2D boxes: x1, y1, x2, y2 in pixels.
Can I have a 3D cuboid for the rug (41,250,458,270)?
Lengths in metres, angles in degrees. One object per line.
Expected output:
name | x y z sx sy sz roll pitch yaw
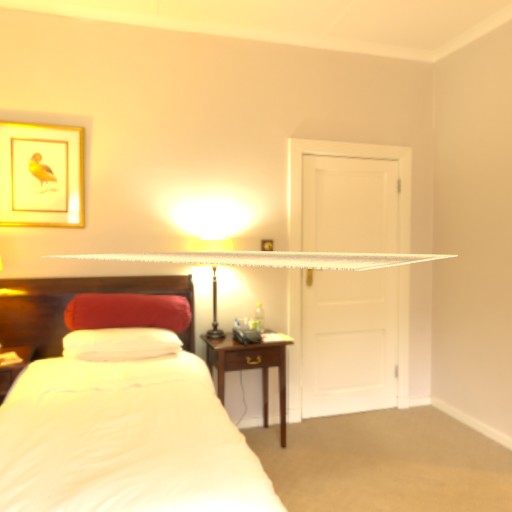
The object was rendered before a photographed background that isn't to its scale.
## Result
rug | 0.000 0.000 4.120 3.037 0.010 2.453 2 3 35
